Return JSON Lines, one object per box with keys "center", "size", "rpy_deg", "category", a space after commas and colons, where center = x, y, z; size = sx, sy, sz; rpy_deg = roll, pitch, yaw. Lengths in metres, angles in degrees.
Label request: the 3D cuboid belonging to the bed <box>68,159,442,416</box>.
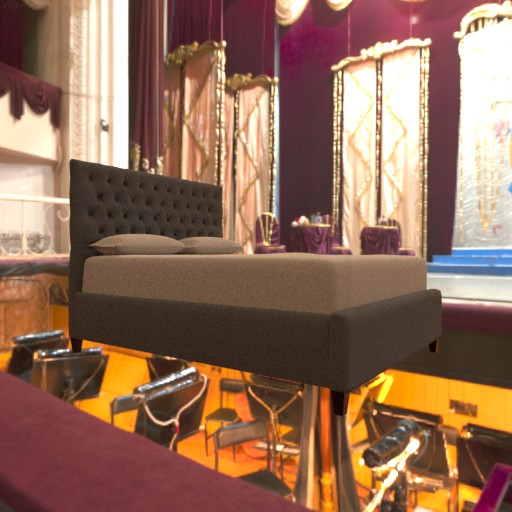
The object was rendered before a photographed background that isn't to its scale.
{"center": [0.000, 0.000, 3.287], "size": [2.231, 1.427, 1.698], "rpy_deg": [0, 1, 36], "category": "bed"}
